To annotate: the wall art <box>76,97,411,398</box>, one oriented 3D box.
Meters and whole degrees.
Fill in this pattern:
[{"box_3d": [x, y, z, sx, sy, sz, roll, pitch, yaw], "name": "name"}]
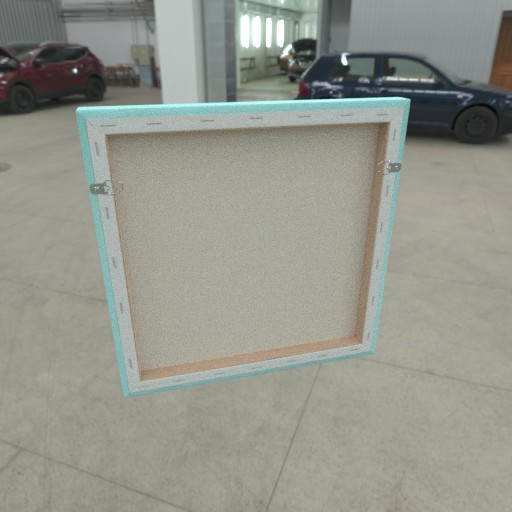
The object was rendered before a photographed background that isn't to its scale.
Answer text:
[{"box_3d": [0.000, 0.000, 1.165, 0.765, 0.766, 0.054, -7, 26, -13], "name": "wall art"}]
